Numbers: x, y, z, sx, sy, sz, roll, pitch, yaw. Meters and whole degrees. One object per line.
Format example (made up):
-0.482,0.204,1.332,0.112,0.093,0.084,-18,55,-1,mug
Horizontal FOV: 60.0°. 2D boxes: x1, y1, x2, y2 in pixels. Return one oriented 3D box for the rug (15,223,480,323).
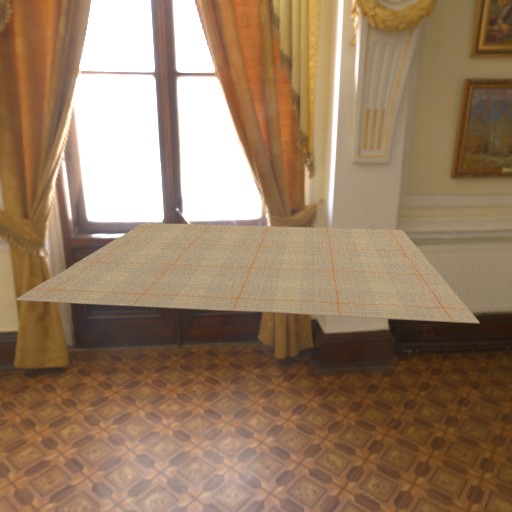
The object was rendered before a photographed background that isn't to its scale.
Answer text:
0.000,0.000,4.037,3.051,0.021,2.448,2,17,7,rug
